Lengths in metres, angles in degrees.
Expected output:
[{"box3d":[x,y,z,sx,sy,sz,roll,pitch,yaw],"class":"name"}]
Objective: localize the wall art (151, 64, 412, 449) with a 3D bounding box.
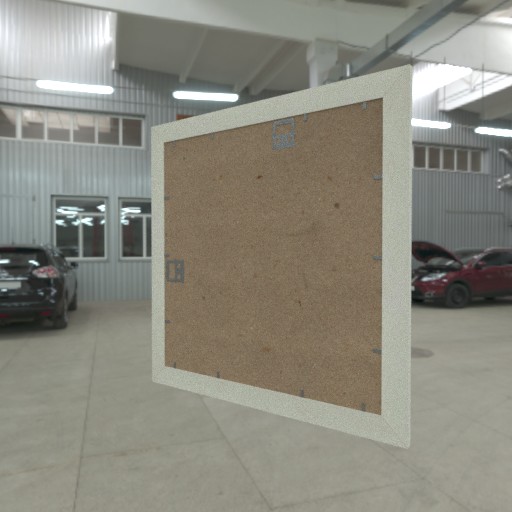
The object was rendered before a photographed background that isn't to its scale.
[{"box3d":[0.000,0.000,0.853,0.584,0.584,0.013,1,1,36],"class":"wall art"}]
